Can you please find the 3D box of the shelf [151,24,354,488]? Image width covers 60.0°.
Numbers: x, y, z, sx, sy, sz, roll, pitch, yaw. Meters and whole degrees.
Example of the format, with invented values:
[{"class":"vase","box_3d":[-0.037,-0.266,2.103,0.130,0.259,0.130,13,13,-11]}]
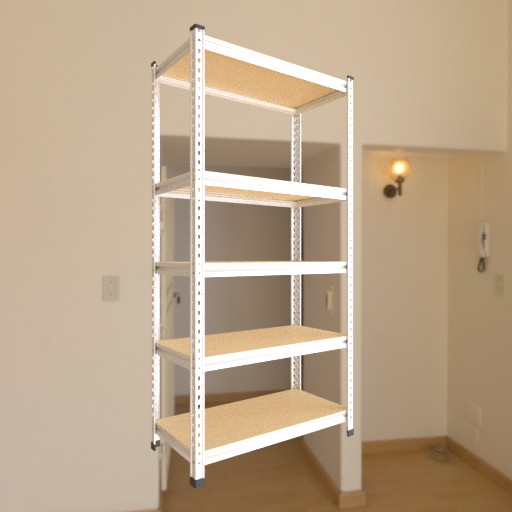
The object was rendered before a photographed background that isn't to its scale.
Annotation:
[{"class":"shelf","box_3d":[0.000,0.000,2.191,0.914,1.829,0.457,0,0,-35]}]
